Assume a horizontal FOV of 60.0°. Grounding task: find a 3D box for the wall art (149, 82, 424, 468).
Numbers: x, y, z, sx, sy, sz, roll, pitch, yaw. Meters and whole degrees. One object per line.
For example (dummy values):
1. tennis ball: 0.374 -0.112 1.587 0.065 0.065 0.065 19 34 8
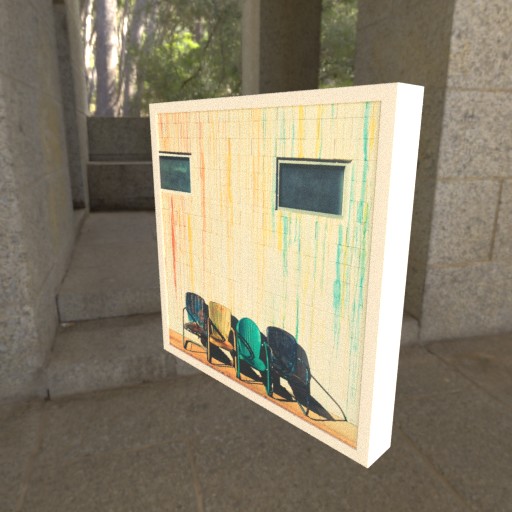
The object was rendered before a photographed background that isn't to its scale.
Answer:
1. wall art: 0.000 0.000 0.450 0.038 0.305 0.305 -15 21 -43
